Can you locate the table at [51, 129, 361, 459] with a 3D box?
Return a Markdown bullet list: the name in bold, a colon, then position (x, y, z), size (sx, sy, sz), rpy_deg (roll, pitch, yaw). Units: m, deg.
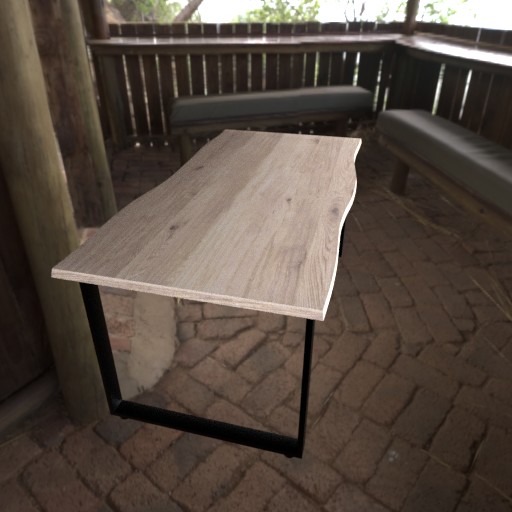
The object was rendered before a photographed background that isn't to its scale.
- **table**: position (0.000, 0.000, 2.241), size (0.900, 0.780, 1.800), rpy_deg (8, 31, 13)
